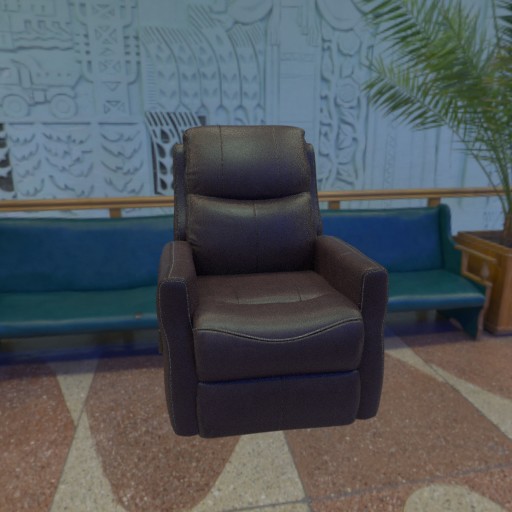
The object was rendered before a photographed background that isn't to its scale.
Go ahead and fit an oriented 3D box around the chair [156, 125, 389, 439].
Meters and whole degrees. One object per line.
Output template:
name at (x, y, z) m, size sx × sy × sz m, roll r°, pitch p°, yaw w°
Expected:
chair at (0.000, 0.000, 1.835) m, size 0.829 × 1.030 × 1.080 m, roll -2°, pitch 17°, yaw -8°
